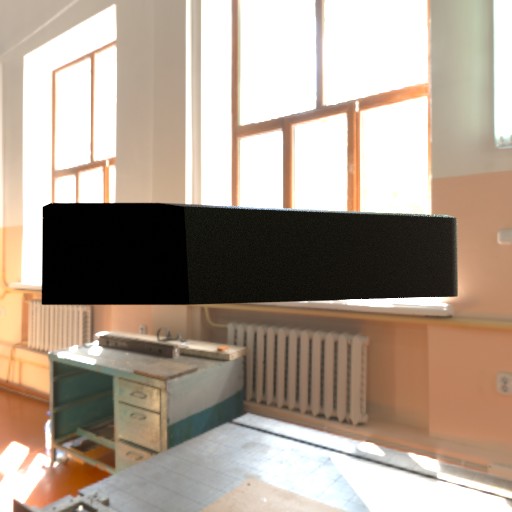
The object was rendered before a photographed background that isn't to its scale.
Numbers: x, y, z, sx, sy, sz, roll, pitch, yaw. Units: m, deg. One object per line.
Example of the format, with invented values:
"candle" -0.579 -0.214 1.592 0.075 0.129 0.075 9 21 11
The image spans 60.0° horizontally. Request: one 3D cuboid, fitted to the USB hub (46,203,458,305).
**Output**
"USB hub" 0.000 0.000 0.129 0.110 0.023 0.044 0 -1 -19
